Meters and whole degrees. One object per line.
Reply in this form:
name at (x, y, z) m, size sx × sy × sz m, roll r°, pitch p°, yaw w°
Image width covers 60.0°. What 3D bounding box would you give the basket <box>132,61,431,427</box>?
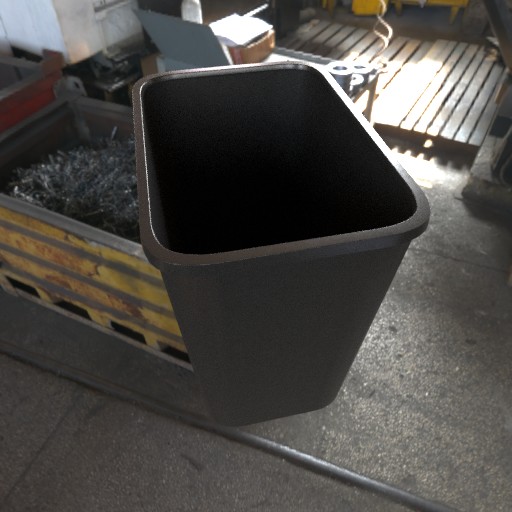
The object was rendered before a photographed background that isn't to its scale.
basket at (0.000, 0.000, 0.500) m, size 0.211 × 0.307 × 0.300 m, roll -9°, pitch 46°, yaw -9°
